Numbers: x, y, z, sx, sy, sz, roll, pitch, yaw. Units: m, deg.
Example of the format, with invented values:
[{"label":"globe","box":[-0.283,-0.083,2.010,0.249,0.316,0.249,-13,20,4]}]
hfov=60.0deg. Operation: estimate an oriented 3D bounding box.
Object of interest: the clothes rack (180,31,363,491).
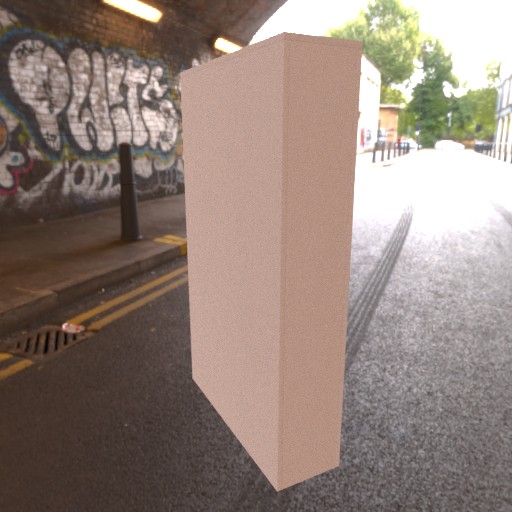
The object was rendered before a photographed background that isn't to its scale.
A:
[{"label":"clothes rack","box":[0.000,0.000,1.564,0.250,1.280,0.750,-8,17,-27]}]
